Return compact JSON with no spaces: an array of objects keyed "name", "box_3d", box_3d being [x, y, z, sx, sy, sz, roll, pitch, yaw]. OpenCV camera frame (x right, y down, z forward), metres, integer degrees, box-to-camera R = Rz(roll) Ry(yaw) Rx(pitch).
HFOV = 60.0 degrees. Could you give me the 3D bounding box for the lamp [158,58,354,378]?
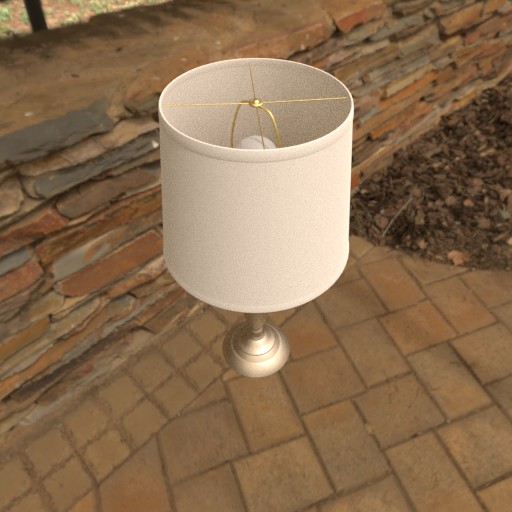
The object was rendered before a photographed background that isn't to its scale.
[{"name":"lamp","box_3d":[0.000,0.000,0.823,0.328,0.619,0.328,0,46,0]}]
